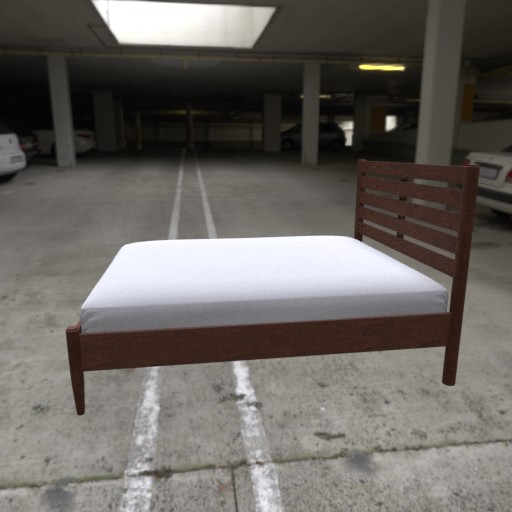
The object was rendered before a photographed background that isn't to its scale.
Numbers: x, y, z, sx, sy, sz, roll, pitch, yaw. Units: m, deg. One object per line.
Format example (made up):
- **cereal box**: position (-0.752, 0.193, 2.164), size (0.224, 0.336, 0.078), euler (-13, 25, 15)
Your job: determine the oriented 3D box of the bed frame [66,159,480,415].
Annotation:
- **bed frame**: position (0.000, 0.000, 3.181), size (2.234, 1.321, 1.655), euler (-2, 13, -8)
